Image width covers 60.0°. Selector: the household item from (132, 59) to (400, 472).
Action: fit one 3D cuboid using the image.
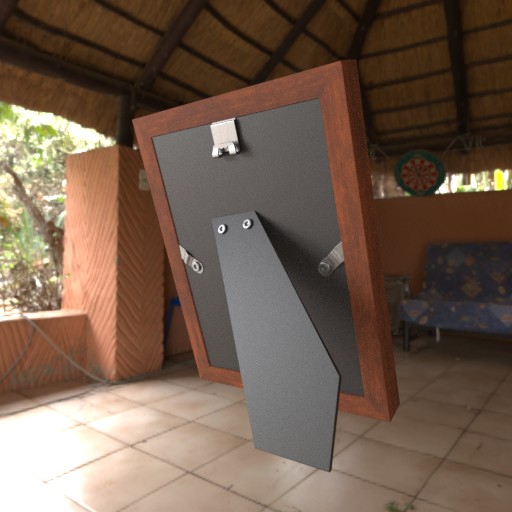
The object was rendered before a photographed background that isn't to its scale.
[{"bbox_3d":[0.000,0.000,0.294,0.160,0.204,0.096,0,0,37],"label":"household item"}]
